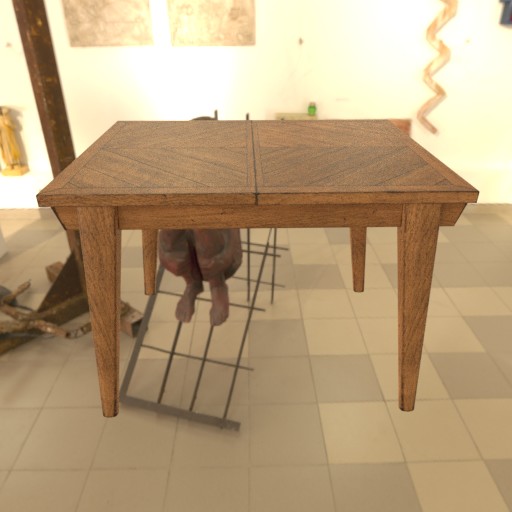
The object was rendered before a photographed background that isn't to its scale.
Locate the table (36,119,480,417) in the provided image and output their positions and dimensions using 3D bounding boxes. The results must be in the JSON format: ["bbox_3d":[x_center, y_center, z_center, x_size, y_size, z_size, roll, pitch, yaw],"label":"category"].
[{"bbox_3d":[0.000,0.000,1.540,1.027,0.760,0.757,-1,29,-1],"label":"table"}]
